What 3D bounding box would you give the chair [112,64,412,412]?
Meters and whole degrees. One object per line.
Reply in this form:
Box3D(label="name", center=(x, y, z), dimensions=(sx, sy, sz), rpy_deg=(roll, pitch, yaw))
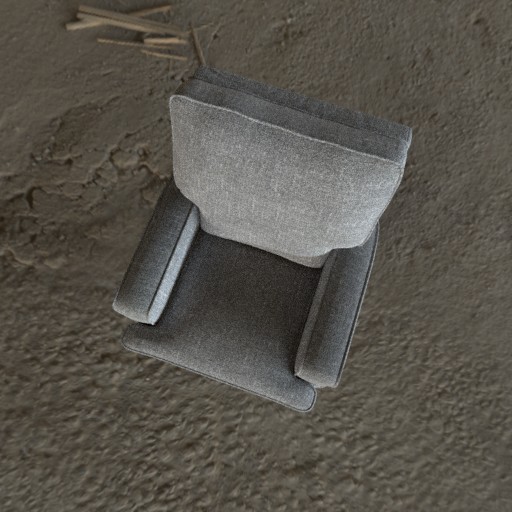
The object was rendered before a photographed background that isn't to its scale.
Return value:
Box3D(label="chair", center=(0.000, 0.000, 1.683), dimensions=(0.861, 0.962, 0.964), rpy_deg=(19, 76, 5))
